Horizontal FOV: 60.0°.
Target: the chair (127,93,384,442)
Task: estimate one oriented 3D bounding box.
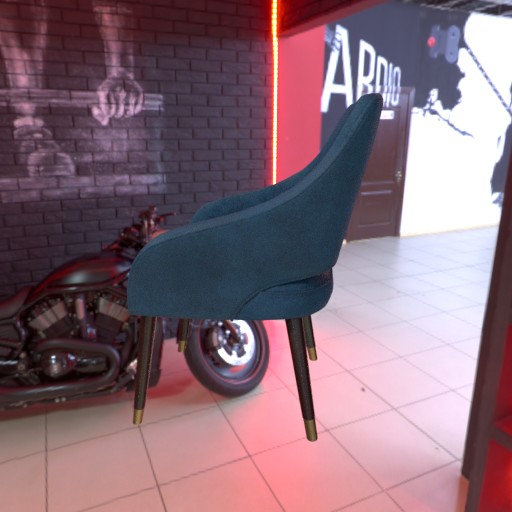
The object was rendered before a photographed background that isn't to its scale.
[{"bbox_3d":[0.000,0.000,1.595,0.794,1.081,0.683,2,16,7],"label":"chair"}]
